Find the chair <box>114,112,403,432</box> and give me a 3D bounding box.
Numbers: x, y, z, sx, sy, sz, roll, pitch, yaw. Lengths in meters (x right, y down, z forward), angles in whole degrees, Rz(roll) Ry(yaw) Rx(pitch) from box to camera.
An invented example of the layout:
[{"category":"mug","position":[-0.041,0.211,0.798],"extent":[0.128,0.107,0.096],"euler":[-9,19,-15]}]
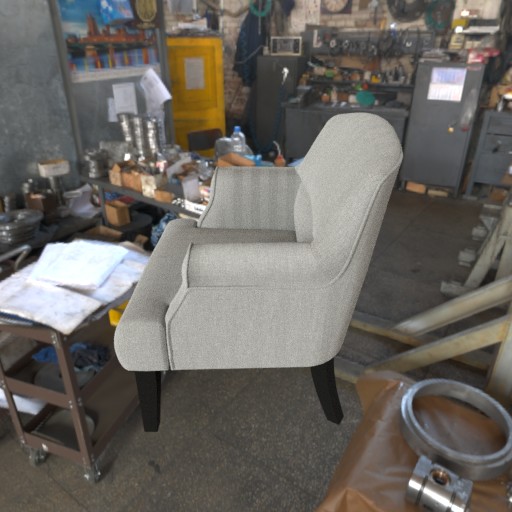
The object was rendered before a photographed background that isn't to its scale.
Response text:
[{"category":"chair","position":[0.000,0.000,1.453],"extent":[0.755,0.880,0.772],"euler":[0,27,1]}]
